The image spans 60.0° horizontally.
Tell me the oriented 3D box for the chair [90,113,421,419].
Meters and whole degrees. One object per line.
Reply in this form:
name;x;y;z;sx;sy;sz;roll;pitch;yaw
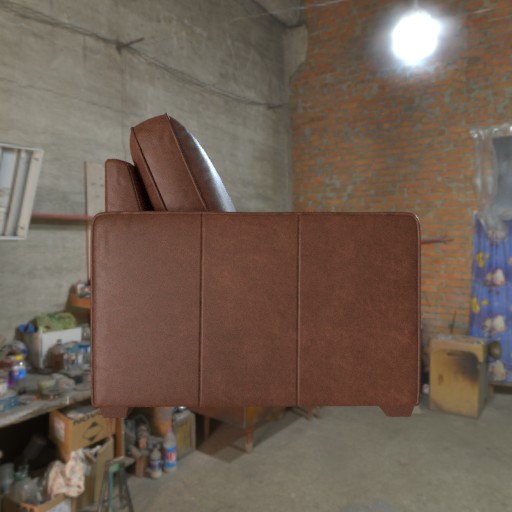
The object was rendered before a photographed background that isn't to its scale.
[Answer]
chair;0.000;0.000;1.721;0.940;0.919;1.017;0;1;-1
